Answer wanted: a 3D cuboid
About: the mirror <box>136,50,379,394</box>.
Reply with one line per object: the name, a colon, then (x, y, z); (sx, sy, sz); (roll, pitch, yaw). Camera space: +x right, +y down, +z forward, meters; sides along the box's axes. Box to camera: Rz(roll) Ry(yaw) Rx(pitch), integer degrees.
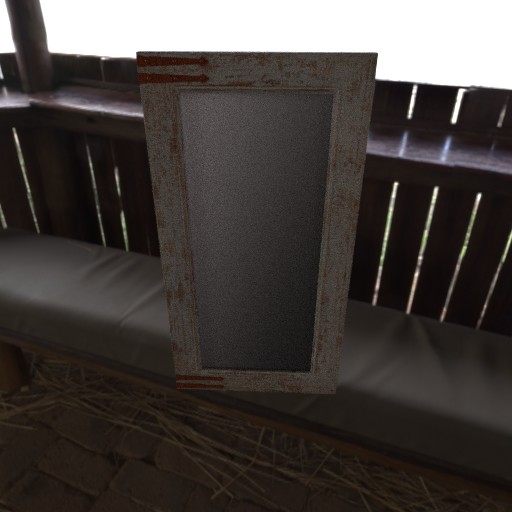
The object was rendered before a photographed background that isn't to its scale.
mirror: (0.000, 0.000, 1.097); (0.472, 0.922, 0.027); (1, 30, 2)
